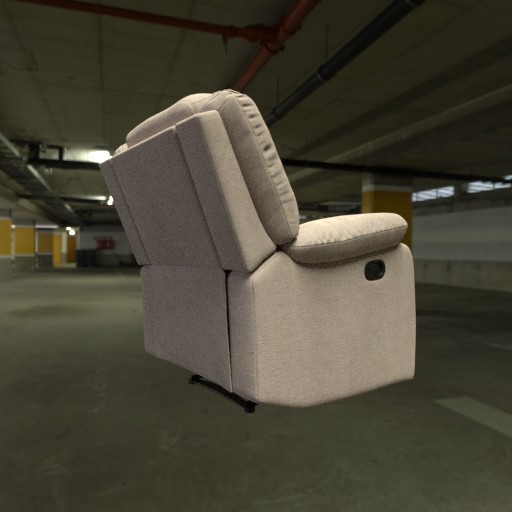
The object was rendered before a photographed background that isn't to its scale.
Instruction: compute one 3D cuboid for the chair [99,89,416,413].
[{"bbox_3d":[0.000,0.000,1.691,0.944,1.008,0.899,-1,1,-36],"label":"chair"}]
